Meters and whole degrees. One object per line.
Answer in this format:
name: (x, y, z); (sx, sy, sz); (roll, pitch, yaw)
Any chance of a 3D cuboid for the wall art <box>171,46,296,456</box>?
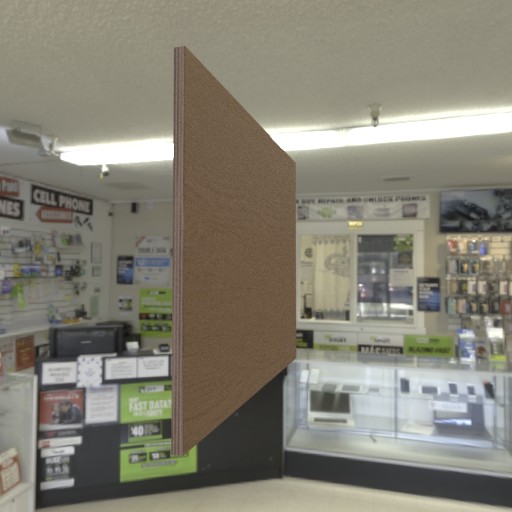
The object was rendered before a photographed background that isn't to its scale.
wall art: (0.000, 0.000, 0.681); (0.013, 0.406, 0.508); (-1, -2, 18)
